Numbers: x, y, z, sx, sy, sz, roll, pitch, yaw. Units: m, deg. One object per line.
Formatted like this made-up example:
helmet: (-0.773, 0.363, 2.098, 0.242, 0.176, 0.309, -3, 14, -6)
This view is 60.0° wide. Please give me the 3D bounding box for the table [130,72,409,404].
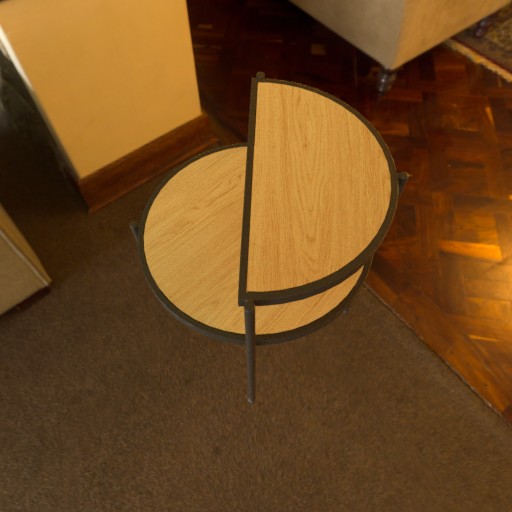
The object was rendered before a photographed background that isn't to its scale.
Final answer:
table: (0.000, 0.000, 1.195, 0.628, 0.684, 0.629, 2, 60, 1)
